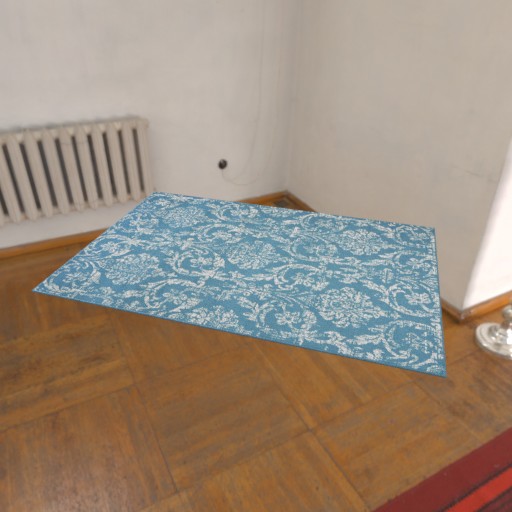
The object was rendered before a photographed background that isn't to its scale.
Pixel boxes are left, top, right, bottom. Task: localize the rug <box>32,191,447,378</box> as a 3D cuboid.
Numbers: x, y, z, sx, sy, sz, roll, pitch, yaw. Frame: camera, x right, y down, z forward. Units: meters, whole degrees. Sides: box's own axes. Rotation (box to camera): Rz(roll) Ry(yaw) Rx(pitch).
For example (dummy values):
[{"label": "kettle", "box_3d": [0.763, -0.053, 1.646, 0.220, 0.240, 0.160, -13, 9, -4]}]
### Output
[{"label": "rug", "box_3d": [0.000, 0.000, 3.514, 2.746, 0.018, 1.816, 9, 33, 14]}]
